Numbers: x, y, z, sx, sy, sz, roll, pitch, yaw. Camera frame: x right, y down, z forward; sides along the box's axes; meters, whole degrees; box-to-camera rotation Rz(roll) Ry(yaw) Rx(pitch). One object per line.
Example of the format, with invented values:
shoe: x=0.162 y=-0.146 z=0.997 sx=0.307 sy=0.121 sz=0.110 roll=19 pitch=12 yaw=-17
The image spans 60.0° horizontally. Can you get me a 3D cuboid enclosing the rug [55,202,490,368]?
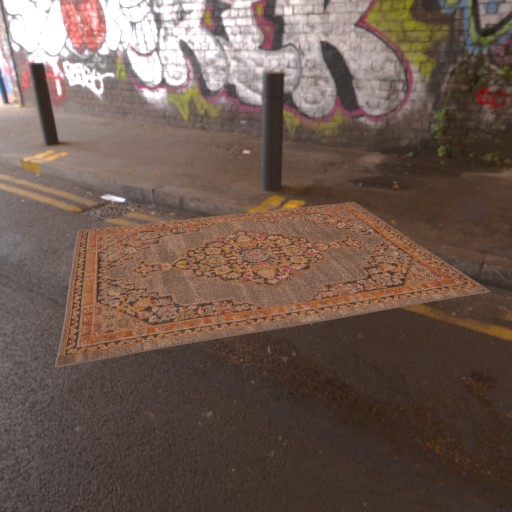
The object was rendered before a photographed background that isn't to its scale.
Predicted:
rug: x=0.000 y=0.000 z=3.673 sx=2.901 sy=0.026 sz=2.043 roll=-7 pitch=27 yaw=-15
